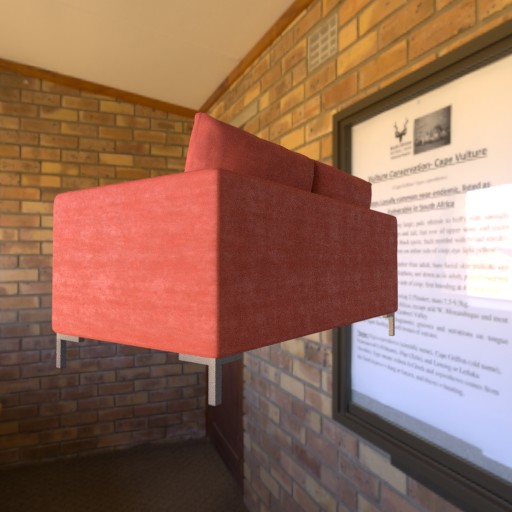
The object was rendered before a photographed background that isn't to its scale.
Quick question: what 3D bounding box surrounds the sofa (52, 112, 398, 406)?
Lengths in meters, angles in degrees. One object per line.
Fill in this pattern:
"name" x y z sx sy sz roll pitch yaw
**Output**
"sofa" 0.000 0.000 2.097 0.864 0.896 1.574 0 0 35
